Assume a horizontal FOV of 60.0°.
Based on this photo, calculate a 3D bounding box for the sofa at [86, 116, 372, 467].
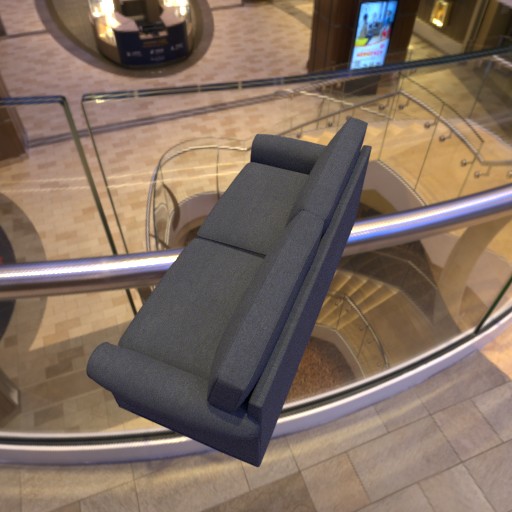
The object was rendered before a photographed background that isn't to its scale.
[{"bbox_3d":[0.000,0.000,2.939,0.954,1.026,2.391,17,50,15],"label":"sofa"}]
